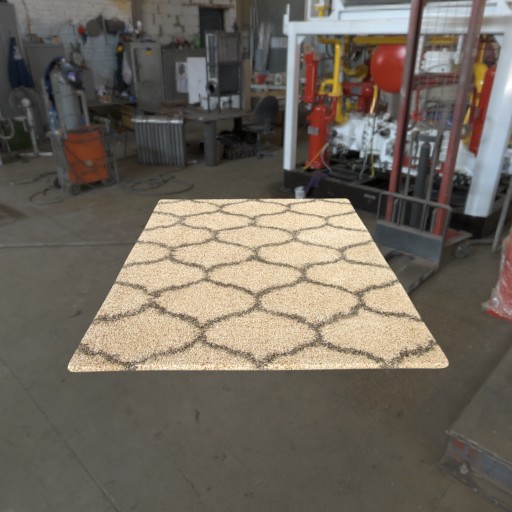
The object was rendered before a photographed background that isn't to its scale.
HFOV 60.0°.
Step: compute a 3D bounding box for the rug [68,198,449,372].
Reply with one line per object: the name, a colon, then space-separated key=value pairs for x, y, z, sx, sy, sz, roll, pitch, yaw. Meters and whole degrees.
rug: x=0.000 y=0.000 z=2.099 sx=1.200 sy=0.025 sz=1.600 roll=0 pitch=26 yaw=-1
